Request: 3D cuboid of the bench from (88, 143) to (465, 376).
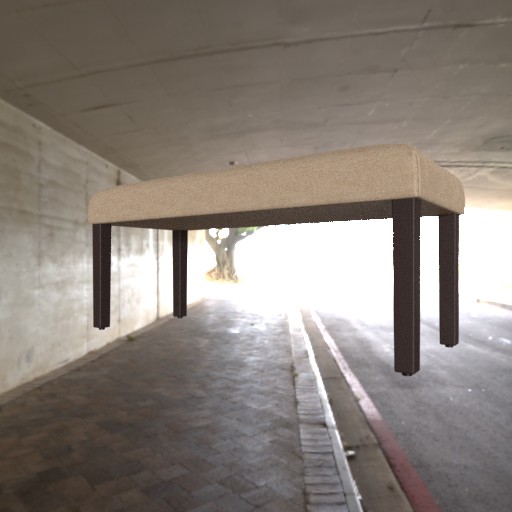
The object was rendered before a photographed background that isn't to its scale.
[{"bbox_3d":[0.000,0.000,1.249,1.013,0.456,0.407,0,-1,36],"label":"bench"}]
